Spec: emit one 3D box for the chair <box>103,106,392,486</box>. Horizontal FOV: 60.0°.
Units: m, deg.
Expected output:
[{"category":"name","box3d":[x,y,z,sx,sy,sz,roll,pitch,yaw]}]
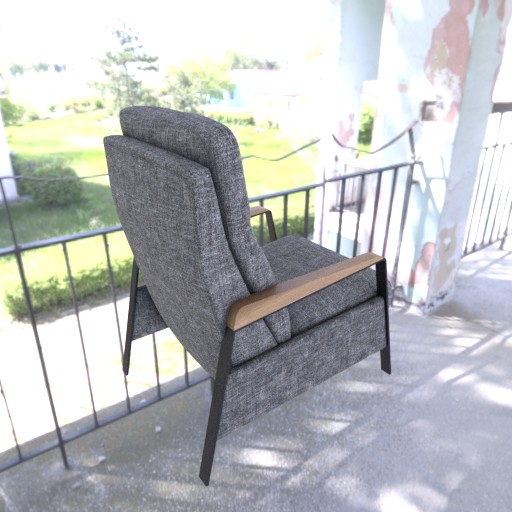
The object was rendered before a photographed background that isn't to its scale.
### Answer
[{"category":"chair","box3d":[0.000,0.000,1.593,0.868,1.042,0.671,-17,29,-33]}]
